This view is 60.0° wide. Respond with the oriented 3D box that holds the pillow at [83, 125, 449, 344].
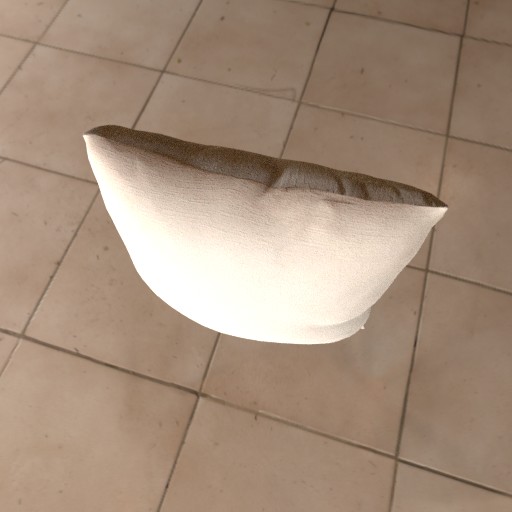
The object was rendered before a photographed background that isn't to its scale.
[{"bbox_3d":[0.000,0.000,0.713,0.450,0.448,0.245,14,66,7],"label":"pillow"}]
